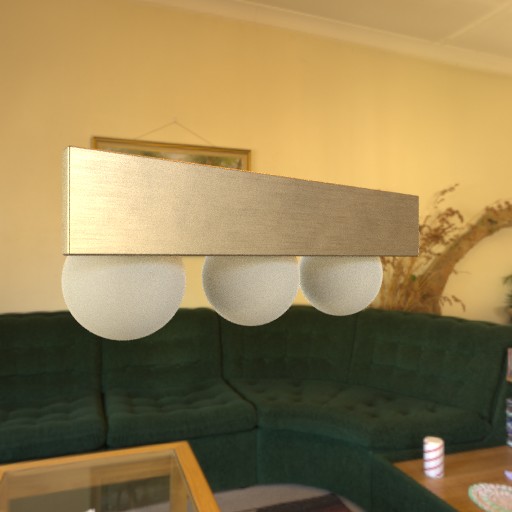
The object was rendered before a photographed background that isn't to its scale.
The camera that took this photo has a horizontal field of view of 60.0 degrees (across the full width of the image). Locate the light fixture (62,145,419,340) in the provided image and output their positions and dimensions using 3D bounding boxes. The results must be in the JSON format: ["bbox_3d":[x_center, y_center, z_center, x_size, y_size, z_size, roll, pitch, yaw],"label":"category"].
[{"bbox_3d":[0.000,0.000,0.831,0.721,0.263,0.218,0,0,-37],"label":"light fixture"}]
